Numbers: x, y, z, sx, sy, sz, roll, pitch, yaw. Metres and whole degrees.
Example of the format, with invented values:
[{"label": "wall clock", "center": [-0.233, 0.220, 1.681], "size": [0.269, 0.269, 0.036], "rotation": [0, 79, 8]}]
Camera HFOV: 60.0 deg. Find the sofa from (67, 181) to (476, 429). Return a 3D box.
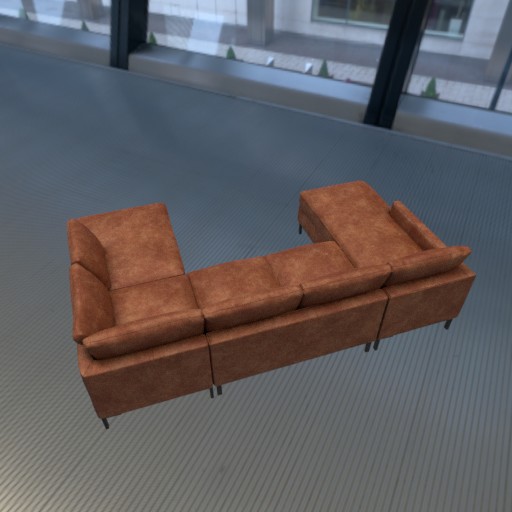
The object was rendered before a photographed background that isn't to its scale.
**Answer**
[{"label": "sofa", "center": [0.000, 0.000, 3.864], "size": [2.956, 0.900, 1.939], "rotation": [-12, 43, -14]}]
